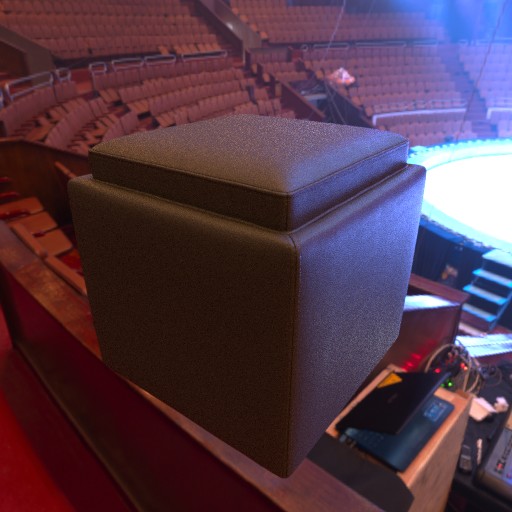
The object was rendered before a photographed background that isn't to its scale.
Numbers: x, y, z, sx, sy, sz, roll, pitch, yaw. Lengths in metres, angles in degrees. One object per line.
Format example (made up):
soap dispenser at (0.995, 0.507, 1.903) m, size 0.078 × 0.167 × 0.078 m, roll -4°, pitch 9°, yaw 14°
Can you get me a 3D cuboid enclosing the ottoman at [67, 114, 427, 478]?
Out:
ottoman at (0.000, 0.000, 0.813) m, size 0.450 × 0.460 × 0.451 m, roll 18°, pitch 31°, yaw 33°
